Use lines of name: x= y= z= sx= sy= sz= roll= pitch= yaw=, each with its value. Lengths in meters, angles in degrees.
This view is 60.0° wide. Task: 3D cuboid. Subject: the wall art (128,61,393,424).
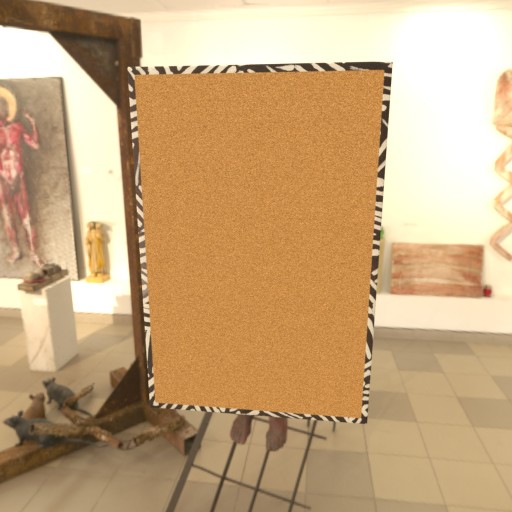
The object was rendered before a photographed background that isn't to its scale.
wall art: x=0.000 y=0.000 z=1.147 sx=0.615 sy=0.918 sz=0.035 roll=2 pitch=15 yaw=7
